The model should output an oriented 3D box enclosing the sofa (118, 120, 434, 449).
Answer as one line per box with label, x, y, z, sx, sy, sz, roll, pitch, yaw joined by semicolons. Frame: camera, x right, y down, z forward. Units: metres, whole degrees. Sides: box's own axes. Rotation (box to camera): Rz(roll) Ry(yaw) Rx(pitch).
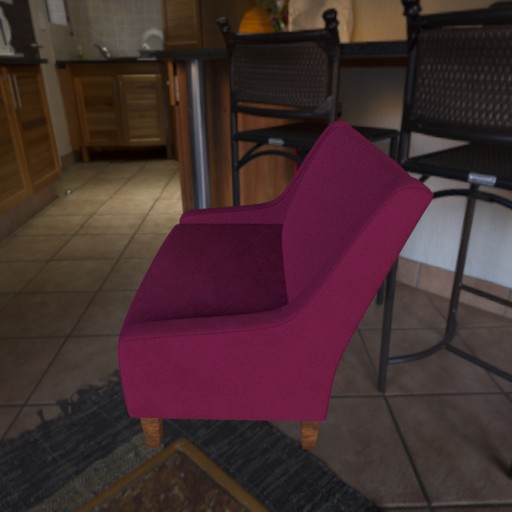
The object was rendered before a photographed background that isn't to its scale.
sofa;0.000;0.000;1.897;0.946;0.976;1.242;0;24;1
